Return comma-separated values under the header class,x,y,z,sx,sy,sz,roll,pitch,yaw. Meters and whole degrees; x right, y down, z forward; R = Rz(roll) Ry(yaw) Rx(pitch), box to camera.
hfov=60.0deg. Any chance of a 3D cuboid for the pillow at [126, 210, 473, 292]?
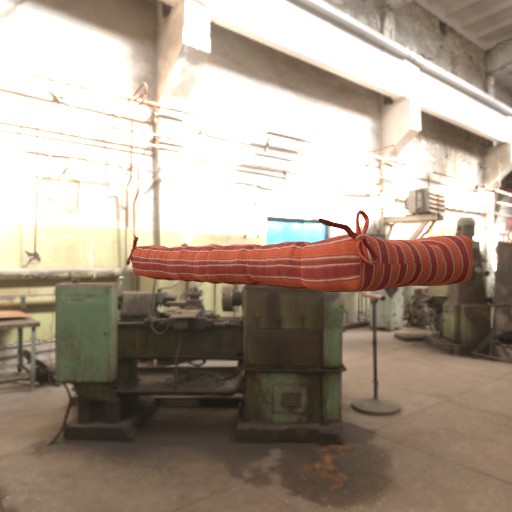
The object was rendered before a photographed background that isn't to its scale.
class,x,y,z,sx,sy,sz,roll,pitch,yaw
pillow,0.000,0.000,1.391,0.511,0.174,1.194,0,-1,-37
